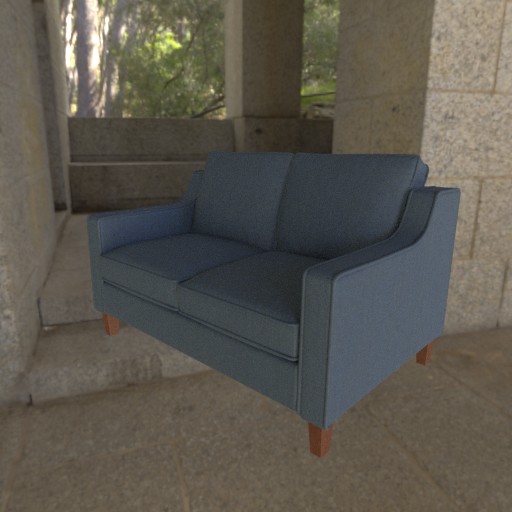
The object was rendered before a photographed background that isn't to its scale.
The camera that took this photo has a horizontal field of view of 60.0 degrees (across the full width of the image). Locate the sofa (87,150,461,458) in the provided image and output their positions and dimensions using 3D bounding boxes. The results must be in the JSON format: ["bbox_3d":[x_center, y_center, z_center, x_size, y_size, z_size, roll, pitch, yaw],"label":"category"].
[{"bbox_3d":[0.000,0.000,2.134,1.501,0.971,0.987,14,21,41],"label":"sofa"}]
